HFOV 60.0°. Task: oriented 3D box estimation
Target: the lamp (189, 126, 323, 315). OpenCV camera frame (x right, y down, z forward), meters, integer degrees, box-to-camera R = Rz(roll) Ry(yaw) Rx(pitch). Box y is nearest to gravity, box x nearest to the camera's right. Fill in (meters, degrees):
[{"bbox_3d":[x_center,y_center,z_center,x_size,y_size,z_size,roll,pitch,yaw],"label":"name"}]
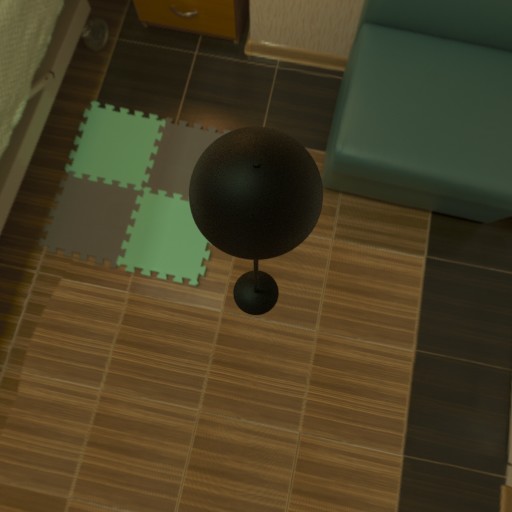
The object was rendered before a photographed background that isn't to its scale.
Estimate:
[{"bbox_3d":[0.000,0.000,1.639,0.328,1.480,0.328,-17,75,-4],"label":"lamp"}]
